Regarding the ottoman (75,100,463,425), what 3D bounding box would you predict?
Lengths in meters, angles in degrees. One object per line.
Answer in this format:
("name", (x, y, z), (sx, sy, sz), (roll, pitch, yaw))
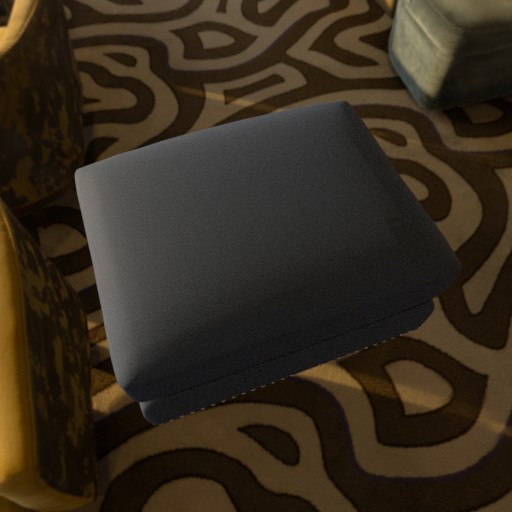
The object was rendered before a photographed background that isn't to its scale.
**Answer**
("ottoman", (0.000, 0.000, 1.149), (0.741, 0.513, 0.584), (-18, 61, -10))
